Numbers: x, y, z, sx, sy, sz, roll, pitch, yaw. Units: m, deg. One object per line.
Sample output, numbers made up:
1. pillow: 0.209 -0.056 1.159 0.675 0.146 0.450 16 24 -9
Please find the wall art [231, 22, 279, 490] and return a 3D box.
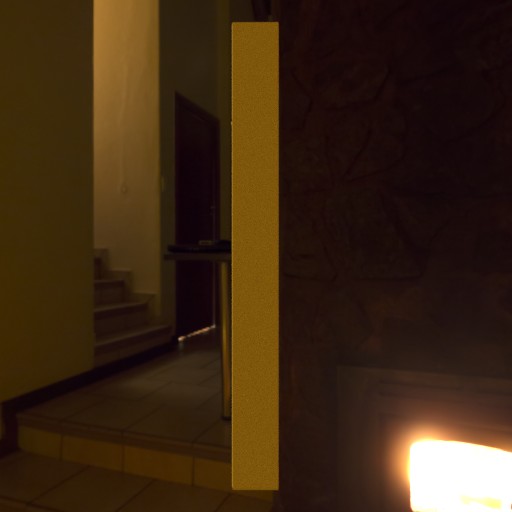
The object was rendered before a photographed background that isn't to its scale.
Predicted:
1. wall art: 0.000 0.000 0.487 0.039 0.381 0.252 0 0 1
